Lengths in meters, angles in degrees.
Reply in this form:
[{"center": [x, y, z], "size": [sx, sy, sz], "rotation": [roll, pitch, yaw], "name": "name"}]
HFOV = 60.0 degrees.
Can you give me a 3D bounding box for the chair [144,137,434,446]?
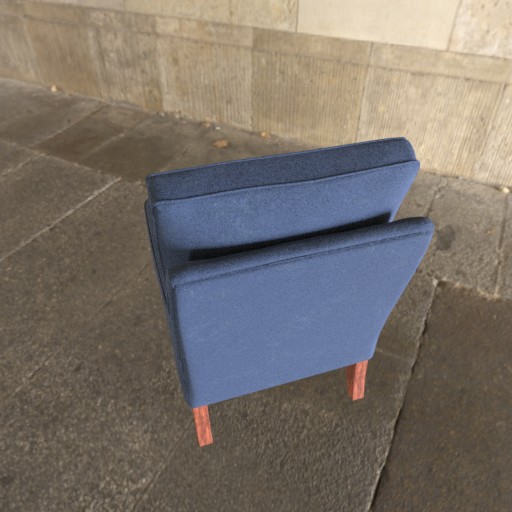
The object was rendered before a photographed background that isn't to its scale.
[{"center": [0.000, 0.000, 1.616], "size": [0.724, 1.052, 0.912], "rotation": [-12, 42, -13], "name": "chair"}]
